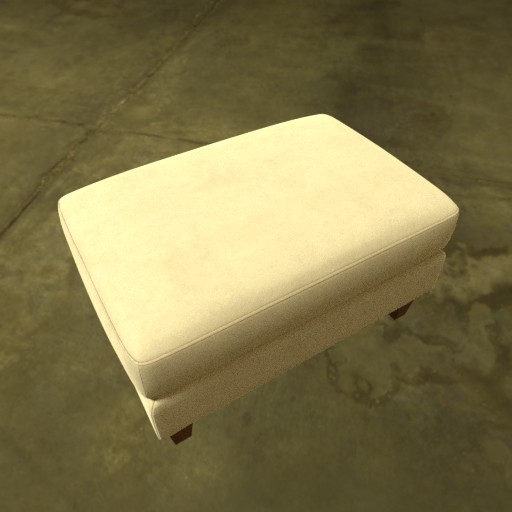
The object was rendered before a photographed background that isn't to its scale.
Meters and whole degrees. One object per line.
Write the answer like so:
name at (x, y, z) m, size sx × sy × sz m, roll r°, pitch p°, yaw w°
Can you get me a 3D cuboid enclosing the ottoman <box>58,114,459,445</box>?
ottoman at (0.000, 0.000, 1.212) m, size 0.864 × 0.483 × 0.584 m, roll -23°, pitch 50°, yaw -21°
